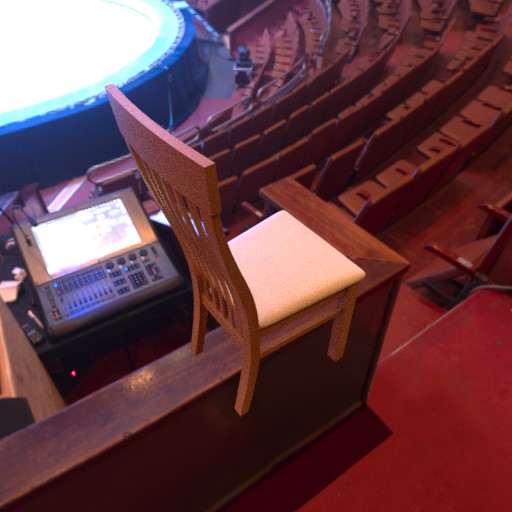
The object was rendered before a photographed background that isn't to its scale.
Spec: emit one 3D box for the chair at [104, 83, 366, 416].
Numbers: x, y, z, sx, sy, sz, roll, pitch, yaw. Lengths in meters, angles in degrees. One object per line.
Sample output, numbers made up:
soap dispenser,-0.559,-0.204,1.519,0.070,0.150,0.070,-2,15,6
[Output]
chair,0.000,0.000,1.377,0.580,1.050,0.450,-26,49,-26
